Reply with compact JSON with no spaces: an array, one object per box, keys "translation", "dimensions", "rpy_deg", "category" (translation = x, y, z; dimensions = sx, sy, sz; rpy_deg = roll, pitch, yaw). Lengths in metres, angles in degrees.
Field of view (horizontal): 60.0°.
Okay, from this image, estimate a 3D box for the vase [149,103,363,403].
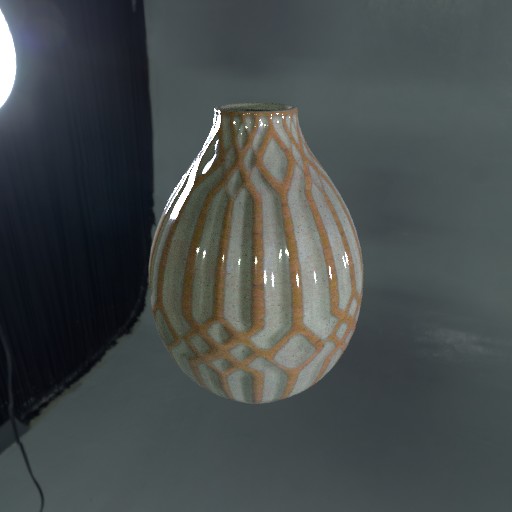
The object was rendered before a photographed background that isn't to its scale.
[{"translation":[0.000,0.000,0.272],"dimensions":[0.131,0.175,0.131],"rpy_deg":[0,24,0],"category":"vase"}]
